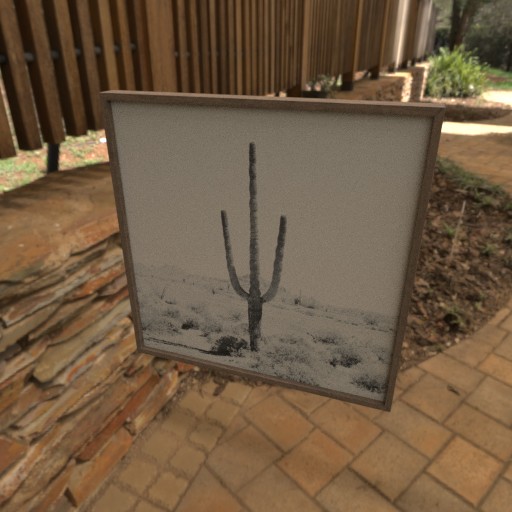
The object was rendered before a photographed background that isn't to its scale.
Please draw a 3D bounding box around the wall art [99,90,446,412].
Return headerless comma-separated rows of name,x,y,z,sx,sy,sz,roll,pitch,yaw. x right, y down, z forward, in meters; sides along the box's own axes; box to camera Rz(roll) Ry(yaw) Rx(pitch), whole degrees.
wall art,0.000,0.000,0.750,0.508,0.508,0.038,9,28,17
